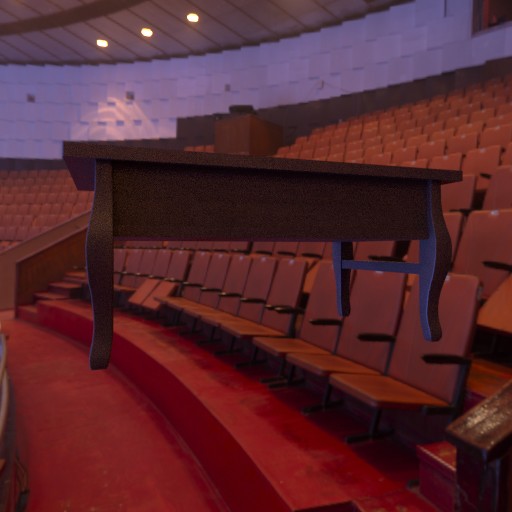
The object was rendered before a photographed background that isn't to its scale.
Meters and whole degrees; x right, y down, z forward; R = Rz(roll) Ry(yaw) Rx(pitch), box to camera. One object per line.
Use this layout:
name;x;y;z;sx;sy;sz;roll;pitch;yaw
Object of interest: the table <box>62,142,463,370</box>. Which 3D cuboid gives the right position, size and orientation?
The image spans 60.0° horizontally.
table;0.000;0.000;1.384;1.062;0.494;0.600;0;1;-19
